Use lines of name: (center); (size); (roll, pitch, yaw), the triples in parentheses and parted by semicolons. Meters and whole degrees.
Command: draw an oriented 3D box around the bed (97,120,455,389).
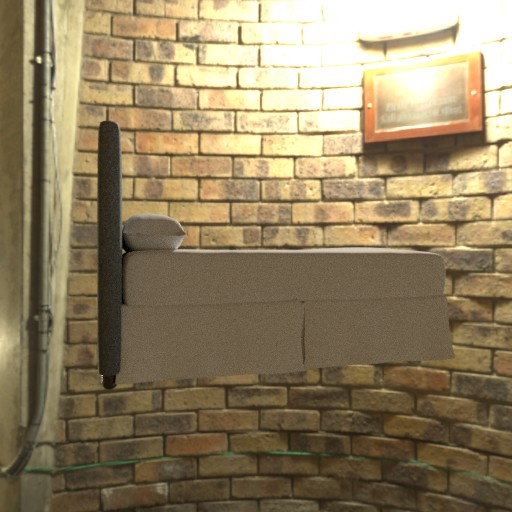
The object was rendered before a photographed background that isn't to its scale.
bed: (0.000, 0.000, 3.242); (2.142, 1.330, 1.723); (0, 0, -17)
